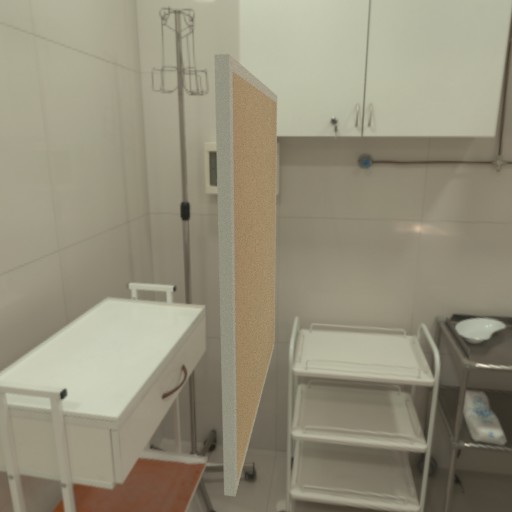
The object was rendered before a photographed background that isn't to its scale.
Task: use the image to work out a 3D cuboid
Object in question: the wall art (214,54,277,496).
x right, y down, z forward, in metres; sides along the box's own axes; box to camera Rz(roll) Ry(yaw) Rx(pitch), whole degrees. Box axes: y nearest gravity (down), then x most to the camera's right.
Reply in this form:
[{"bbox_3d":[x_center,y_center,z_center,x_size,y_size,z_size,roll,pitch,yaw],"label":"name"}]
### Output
[{"bbox_3d":[0.000,0.000,0.620,0.013,0.456,0.382,2,15,9],"label":"wall art"}]
